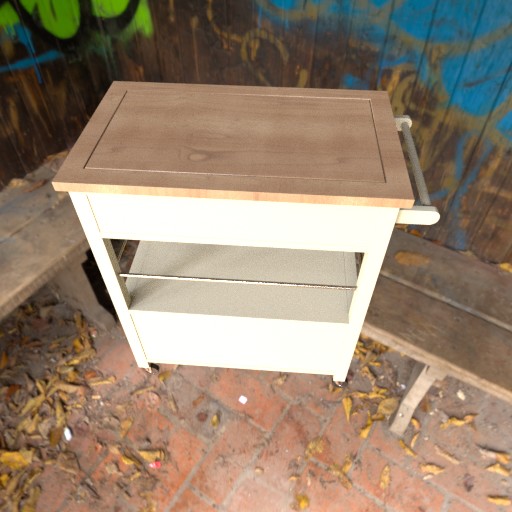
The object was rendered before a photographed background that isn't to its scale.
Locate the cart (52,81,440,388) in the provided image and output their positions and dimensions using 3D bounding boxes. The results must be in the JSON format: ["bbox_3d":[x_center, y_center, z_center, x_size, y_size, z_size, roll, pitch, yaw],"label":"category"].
[{"bbox_3d":[0.000,0.000,1.410,0.840,0.901,0.459,3,48,3],"label":"cart"}]
